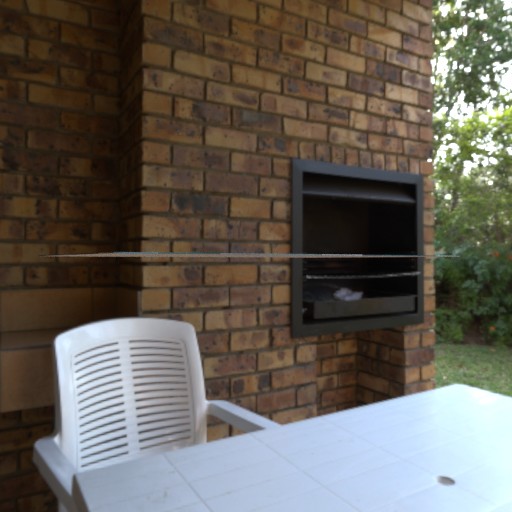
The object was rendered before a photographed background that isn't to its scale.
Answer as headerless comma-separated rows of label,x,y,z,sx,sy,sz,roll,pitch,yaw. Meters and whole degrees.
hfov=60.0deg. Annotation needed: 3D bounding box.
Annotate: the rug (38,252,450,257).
rug,0.000,0.000,2.992,2.420,0.005,1.528,0,-1,-36
